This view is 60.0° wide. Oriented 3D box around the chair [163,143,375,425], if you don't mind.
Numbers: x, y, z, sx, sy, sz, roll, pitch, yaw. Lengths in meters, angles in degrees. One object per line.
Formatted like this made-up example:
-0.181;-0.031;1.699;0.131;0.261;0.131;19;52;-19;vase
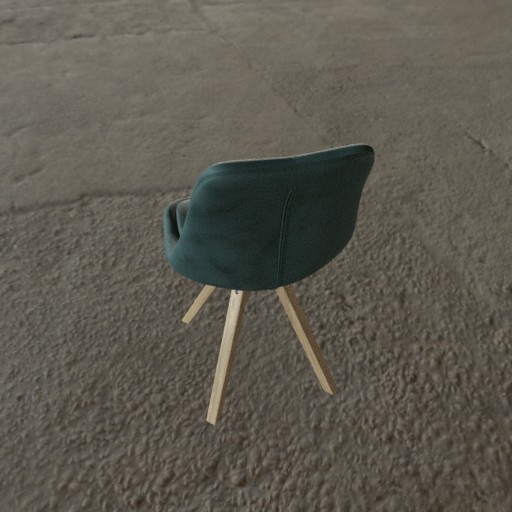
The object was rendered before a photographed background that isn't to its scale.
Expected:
0.000;0.000;1.224;0.483;0.865;0.547;-10;41;-12;chair
